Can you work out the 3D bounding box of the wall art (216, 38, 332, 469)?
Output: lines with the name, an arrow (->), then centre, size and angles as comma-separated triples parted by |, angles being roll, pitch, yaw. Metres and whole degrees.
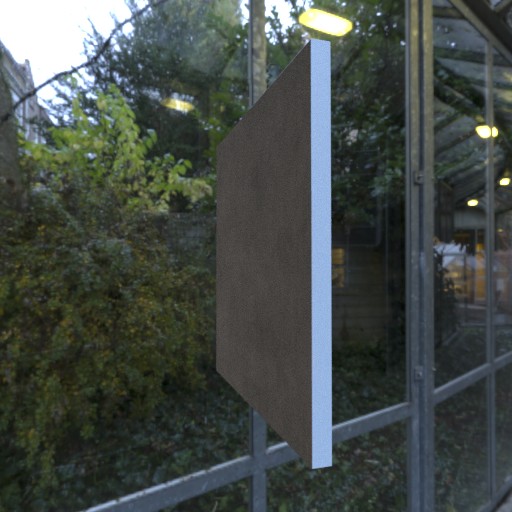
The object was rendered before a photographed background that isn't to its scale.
wall art -> 0.000, 0.000, 0.686 | 0.023, 0.453, 0.455 | 0, -1, -18
